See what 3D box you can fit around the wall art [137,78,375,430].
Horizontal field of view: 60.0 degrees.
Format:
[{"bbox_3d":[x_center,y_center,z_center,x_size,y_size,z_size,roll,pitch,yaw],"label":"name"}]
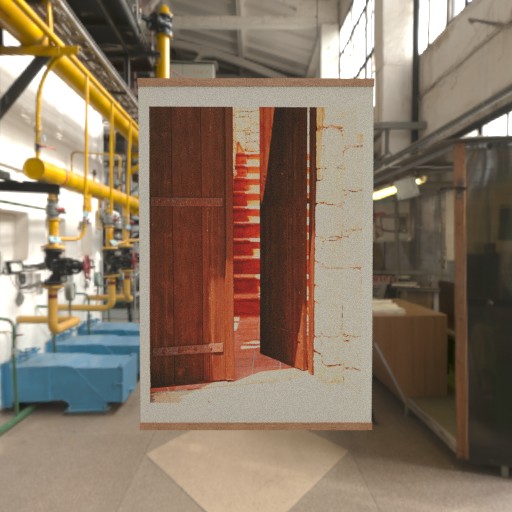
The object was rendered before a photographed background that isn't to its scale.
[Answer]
[{"bbox_3d":[0.000,0.000,1.926,1.019,1.527,0.019,0,2,0],"label":"wall art"}]
